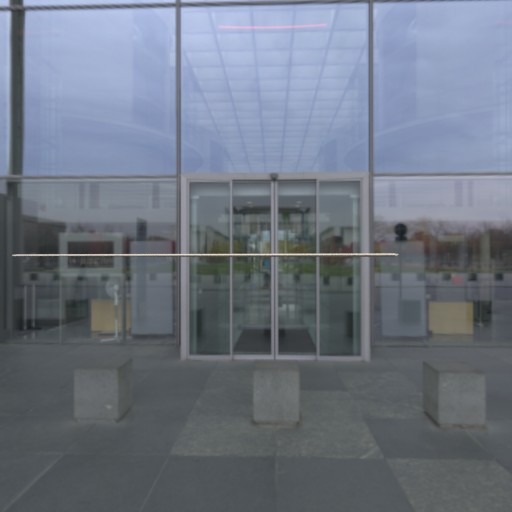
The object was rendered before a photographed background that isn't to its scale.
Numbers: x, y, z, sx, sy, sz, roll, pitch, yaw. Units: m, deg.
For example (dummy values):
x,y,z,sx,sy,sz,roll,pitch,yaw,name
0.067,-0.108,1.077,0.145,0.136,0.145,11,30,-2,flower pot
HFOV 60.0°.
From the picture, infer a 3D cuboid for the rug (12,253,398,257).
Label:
x,y,z,sx,sy,sz,roll,pitch,yaw,name
0.000,0.000,3.914,2.380,0.008,2.977,0,0,17,rug
